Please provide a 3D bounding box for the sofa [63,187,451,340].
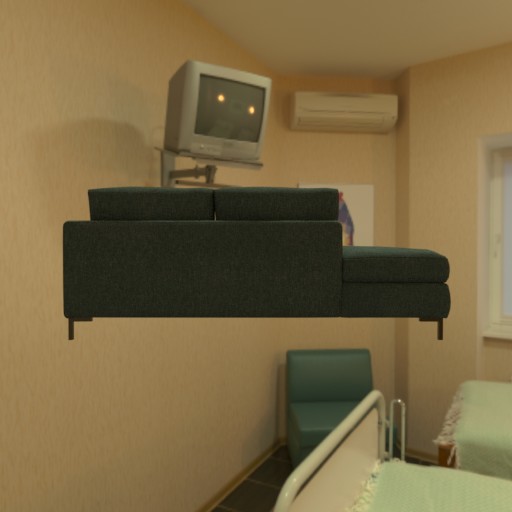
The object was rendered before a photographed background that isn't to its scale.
[{"bbox_3d":[0.000,0.000,3.716,2.007,0.815,2.949,0,1,0],"label":"sofa"}]
